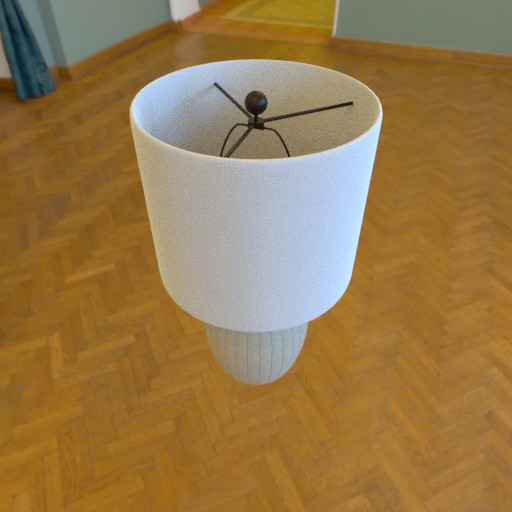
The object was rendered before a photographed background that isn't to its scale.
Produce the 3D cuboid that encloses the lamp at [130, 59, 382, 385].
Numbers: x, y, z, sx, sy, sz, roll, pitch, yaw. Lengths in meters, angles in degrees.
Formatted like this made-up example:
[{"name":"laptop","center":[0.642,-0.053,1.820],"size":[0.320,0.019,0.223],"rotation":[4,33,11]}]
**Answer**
[{"name":"lamp","center":[0.000,0.000,0.765],"size":[0.329,0.570,0.329],"rotation":[14,43,15]}]
